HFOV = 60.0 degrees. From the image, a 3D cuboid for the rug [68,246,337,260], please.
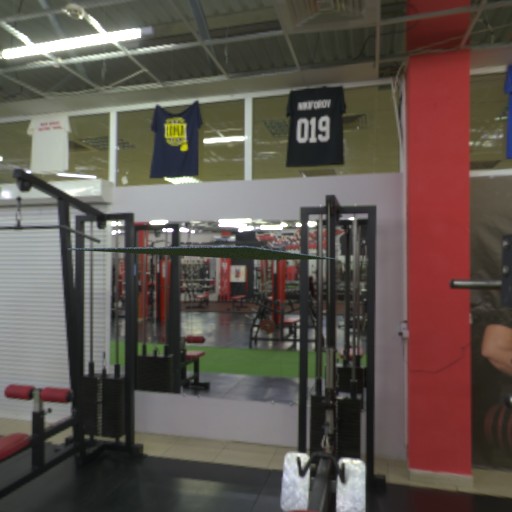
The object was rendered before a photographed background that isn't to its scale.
[{"bbox_3d":[0.000,0.000,2.681,0.688,0.008,2.443,0,-1,17],"label":"rug"}]
